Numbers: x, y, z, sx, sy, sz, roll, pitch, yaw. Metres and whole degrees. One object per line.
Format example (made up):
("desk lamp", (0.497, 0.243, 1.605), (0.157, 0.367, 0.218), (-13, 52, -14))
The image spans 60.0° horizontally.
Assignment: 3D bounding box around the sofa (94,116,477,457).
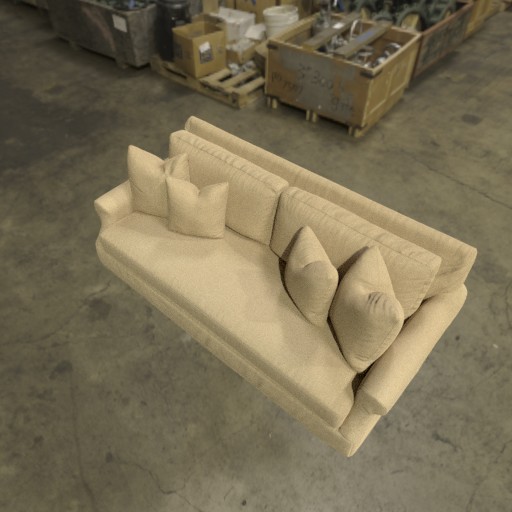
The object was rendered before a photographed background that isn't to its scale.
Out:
("sofa", (0.000, 0.000, 2.778), (2.285, 0.904, 1.067), (32, 53, 27))
